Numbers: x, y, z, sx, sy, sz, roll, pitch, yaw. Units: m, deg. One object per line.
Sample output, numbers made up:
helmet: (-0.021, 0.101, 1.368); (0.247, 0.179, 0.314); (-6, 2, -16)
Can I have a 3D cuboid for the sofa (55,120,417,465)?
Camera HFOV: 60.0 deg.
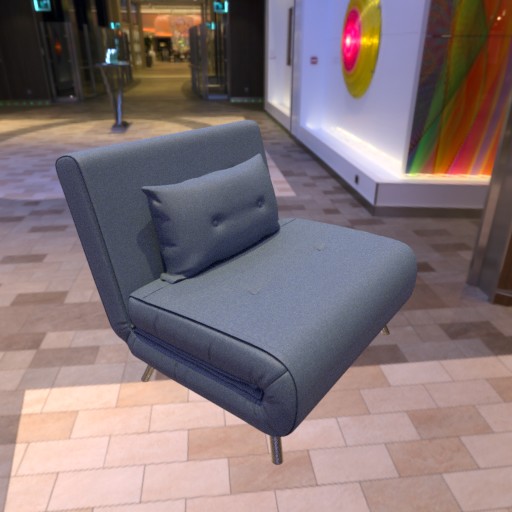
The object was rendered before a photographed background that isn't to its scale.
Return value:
sofa: (0.000, 0.000, 1.744); (0.996, 0.860, 0.999); (18, 31, 33)
